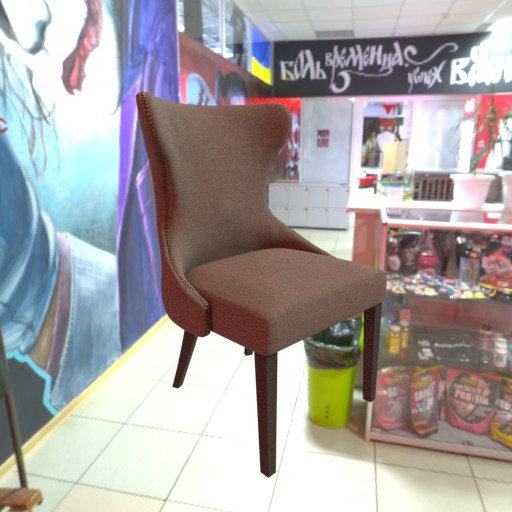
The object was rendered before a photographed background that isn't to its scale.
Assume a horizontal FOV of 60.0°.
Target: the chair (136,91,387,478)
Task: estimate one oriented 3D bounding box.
[{"bbox_3d":[0.000,0.000,1.393,0.628,0.967,0.635,-14,20,-42],"label":"chair"}]
